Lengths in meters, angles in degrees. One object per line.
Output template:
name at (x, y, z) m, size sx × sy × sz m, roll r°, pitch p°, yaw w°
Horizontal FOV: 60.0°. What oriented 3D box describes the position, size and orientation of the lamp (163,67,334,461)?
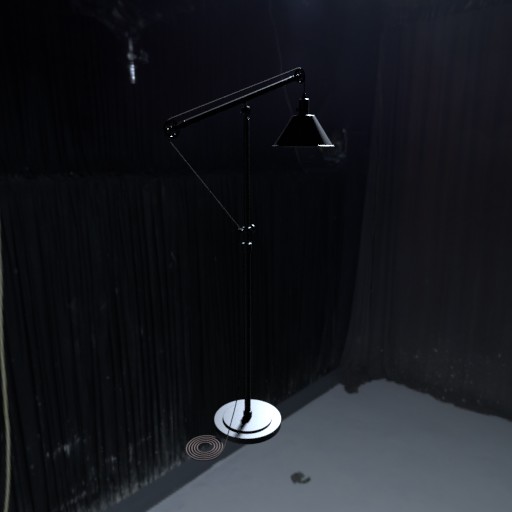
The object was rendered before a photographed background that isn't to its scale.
lamp at (0.000, 0.000, 1.970) m, size 0.904 × 1.626 × 0.319 m, roll -13°, pitch 19°, yaw -43°
